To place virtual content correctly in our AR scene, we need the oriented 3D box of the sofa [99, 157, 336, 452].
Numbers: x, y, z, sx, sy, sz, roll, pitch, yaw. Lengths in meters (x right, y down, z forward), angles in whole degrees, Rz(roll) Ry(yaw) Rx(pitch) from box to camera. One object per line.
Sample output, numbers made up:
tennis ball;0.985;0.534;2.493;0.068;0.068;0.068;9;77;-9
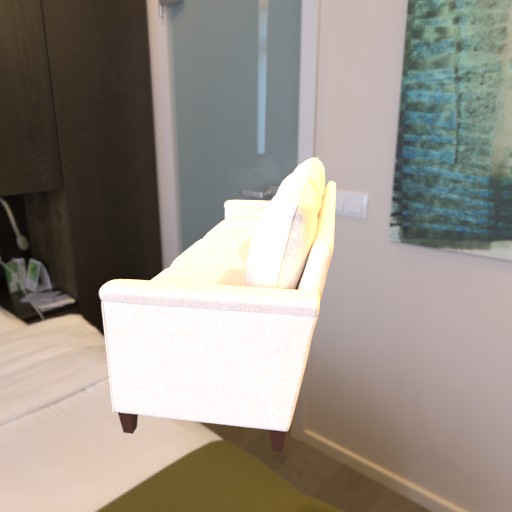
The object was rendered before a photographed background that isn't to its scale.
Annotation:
sofa;0.000;0.000;2.431;0.828;0.961;1.925;3;17;10
